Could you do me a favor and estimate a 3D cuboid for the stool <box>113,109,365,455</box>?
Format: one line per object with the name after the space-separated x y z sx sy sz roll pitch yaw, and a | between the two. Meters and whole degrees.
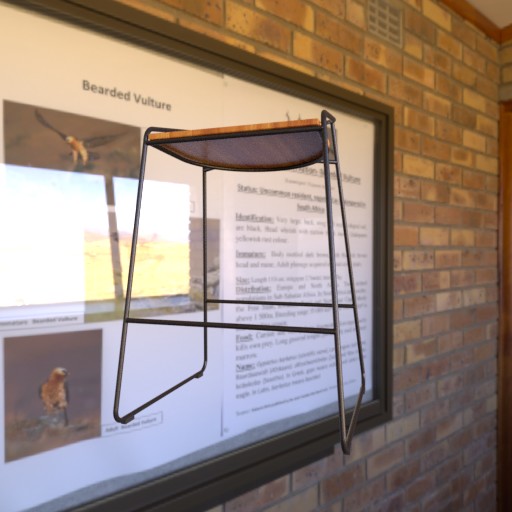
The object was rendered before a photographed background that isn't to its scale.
0.000 0.000 1.198 0.546 0.812 0.521 0 0 18 | stool
